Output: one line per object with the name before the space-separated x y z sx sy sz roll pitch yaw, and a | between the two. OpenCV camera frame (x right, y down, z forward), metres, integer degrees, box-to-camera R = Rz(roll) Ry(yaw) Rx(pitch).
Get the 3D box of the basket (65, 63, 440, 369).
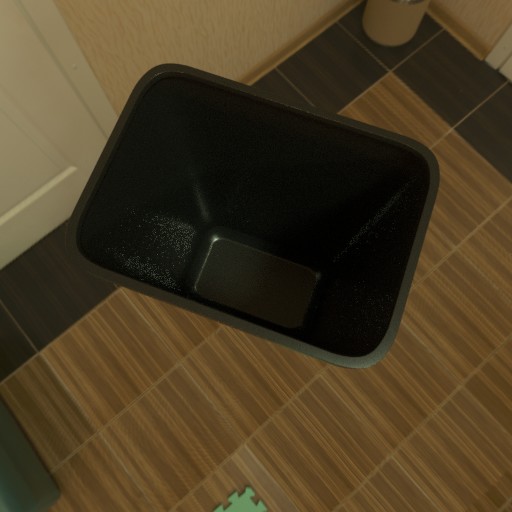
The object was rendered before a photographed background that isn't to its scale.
basket | 0.000 0.000 0.768 0.394 0.521 0.287 20 77 5
